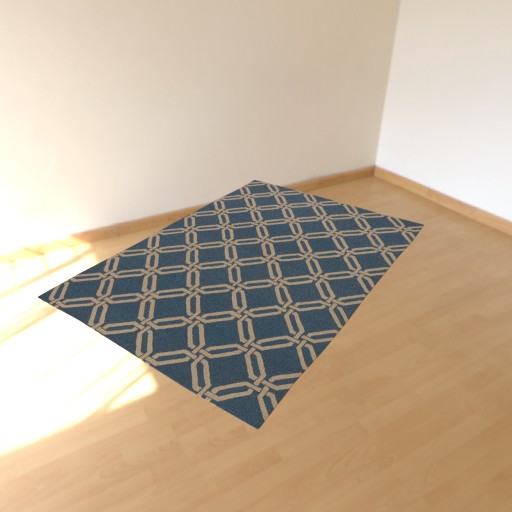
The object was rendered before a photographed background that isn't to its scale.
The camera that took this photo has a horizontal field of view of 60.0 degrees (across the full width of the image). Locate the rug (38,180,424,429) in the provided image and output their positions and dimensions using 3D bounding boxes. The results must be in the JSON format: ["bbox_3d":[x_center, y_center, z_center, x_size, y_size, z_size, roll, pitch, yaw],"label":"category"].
[{"bbox_3d":[0.000,0.000,2.850,1.524,0.013,2.135,20,37,29],"label":"rug"}]
